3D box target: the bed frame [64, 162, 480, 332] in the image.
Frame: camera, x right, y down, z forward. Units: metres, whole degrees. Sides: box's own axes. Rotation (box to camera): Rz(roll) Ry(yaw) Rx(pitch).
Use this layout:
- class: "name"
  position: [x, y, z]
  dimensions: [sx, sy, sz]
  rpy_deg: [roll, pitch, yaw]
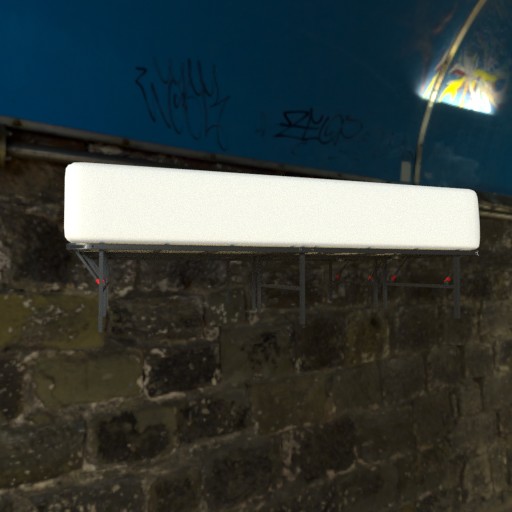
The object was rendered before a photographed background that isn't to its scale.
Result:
- class: "bed frame"
  position: [0.000, 0.000, 2.730]
  dimensions: [2.037, 0.677, 1.528]
  rpy_deg: [1, -2, -18]
